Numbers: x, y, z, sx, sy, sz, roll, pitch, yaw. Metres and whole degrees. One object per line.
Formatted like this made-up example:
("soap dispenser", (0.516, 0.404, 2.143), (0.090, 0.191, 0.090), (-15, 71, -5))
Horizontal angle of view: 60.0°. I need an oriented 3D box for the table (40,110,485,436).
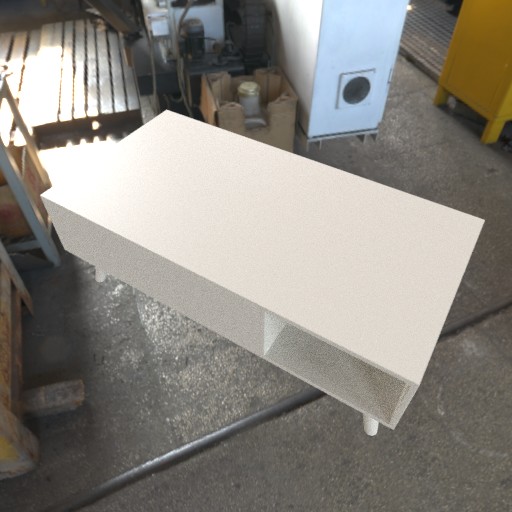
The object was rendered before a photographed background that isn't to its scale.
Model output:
("table", (0.000, 0.000, 1.488), (1.194, 0.432, 0.609), (24, 52, 21))
